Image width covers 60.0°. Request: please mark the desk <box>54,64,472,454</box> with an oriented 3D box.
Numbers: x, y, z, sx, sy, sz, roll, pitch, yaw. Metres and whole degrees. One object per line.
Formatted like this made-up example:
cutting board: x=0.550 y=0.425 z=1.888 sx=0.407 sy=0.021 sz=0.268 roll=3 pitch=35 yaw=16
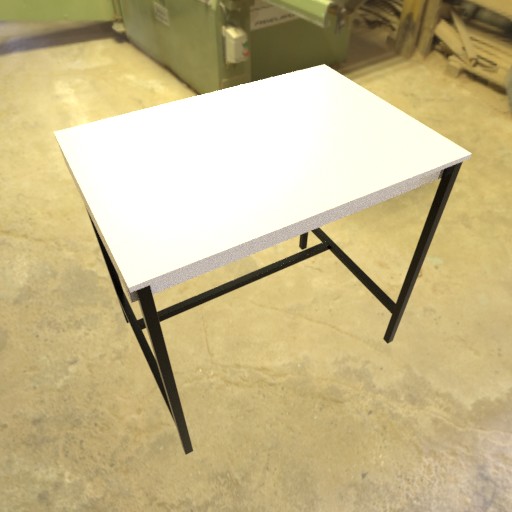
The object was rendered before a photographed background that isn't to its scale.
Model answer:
desk: x=0.000 y=0.000 z=1.321 sx=0.811 sy=0.766 sz=0.573 roll=-22 pitch=50 yaw=-20
